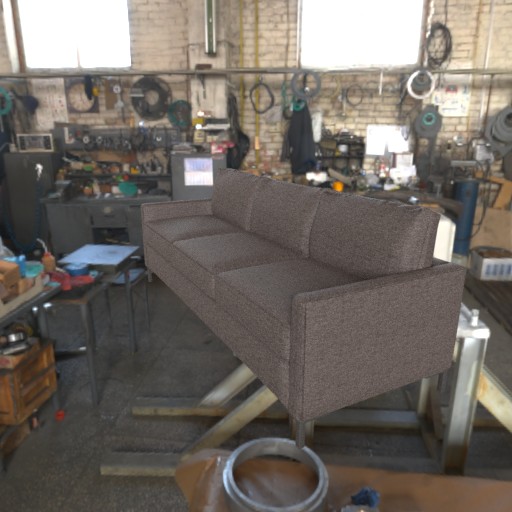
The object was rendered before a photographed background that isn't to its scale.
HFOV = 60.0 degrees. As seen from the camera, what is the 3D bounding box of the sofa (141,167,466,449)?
[{"bbox_3d":[0.000,0.000,2.690,0.876,0.882,2.253,-9,19,-27],"label":"sofa"}]
